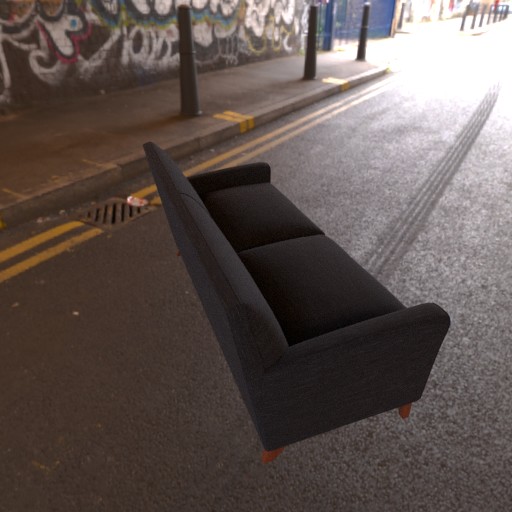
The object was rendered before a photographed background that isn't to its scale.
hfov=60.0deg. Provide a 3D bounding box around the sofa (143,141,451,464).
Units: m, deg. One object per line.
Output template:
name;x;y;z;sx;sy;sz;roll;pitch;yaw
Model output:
sofa;0.000;0.000;2.426;0.875;0.846;1.976;-10;31;-17
